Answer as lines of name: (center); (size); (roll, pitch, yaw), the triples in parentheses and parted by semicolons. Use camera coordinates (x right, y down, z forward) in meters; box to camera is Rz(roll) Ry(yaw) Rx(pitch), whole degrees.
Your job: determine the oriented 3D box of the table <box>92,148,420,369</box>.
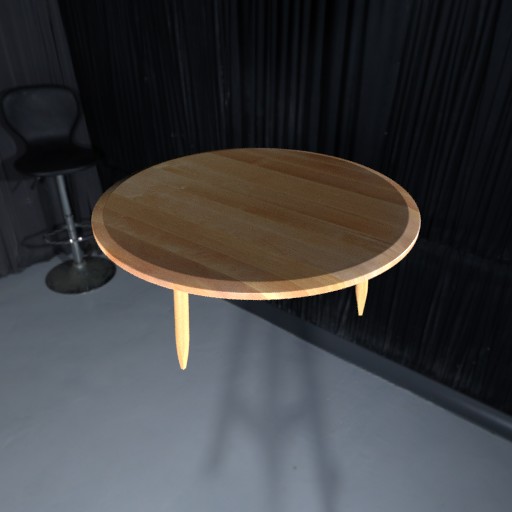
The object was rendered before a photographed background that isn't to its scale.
table: (0.000, 0.000, 1.374); (0.900, 0.400, 0.900); (0, 32, 0)
